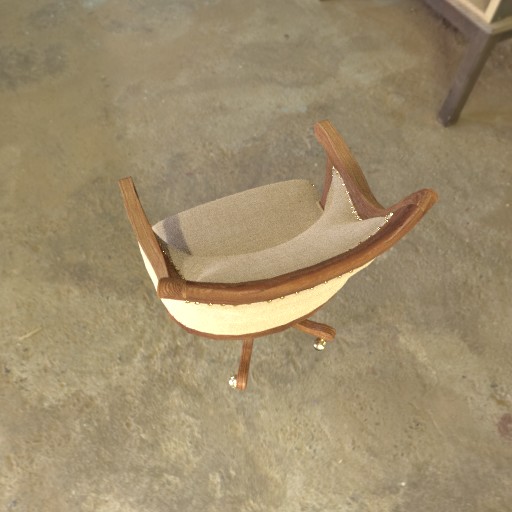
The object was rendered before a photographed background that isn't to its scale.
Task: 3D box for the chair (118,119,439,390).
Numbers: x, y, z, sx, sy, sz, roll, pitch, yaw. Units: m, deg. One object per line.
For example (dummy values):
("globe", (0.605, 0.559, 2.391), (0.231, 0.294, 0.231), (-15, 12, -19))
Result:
("chair", (0.000, 0.000, 1.405), (0.656, 0.965, 0.689), (-19, 61, -11))
